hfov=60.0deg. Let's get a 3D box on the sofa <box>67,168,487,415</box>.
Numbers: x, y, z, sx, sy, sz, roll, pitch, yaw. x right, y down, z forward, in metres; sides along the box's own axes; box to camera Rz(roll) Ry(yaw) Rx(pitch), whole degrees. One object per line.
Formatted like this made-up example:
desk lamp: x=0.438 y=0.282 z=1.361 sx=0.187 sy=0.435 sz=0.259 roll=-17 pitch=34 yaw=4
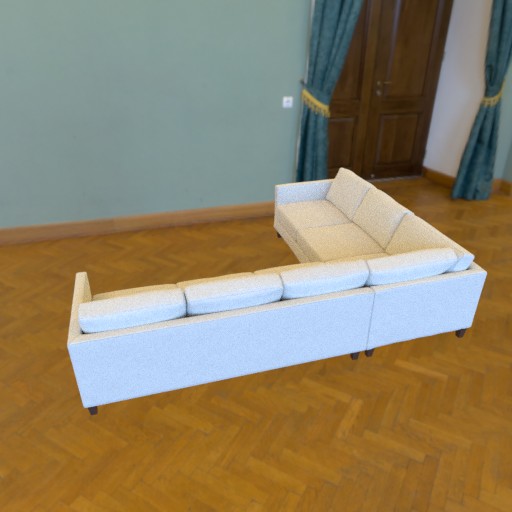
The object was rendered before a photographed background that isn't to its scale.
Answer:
sofa: x=0.000 y=0.000 z=4.282 sx=3.182 sy=0.863 sz=2.432 roll=-8 pitch=30 yaw=-14
